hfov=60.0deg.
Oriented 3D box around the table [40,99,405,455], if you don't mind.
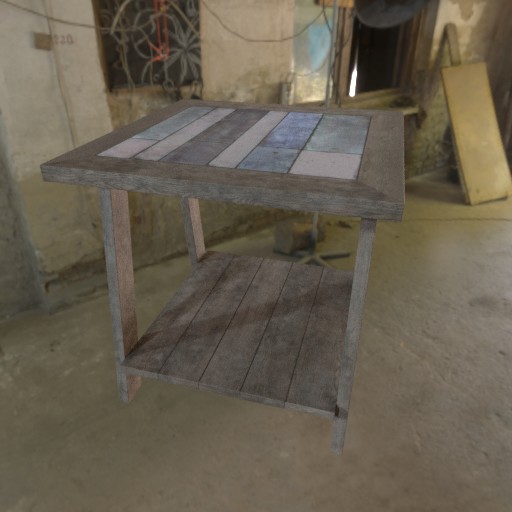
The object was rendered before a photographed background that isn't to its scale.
[{"bbox_3d":[0.000,0.000,1.104,0.610,0.610,0.610,8,31,14],"label":"table"}]
